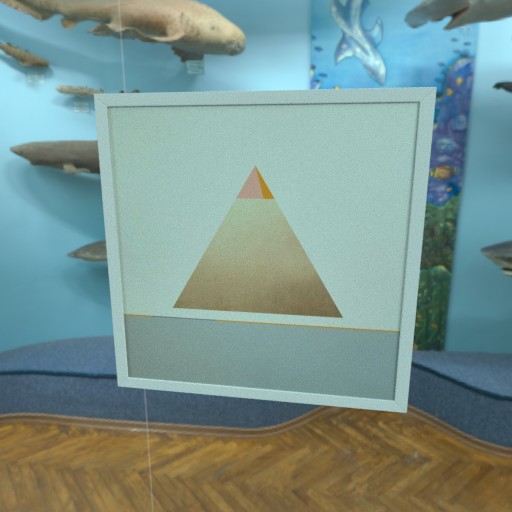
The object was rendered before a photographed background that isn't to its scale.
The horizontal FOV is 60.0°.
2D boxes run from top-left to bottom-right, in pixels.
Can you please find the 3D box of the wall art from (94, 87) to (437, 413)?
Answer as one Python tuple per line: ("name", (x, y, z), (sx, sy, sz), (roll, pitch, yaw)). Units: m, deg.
("wall art", (0.000, 0.000, 1.093), (0.768, 0.765, 0.041), (2, 14, 9))
